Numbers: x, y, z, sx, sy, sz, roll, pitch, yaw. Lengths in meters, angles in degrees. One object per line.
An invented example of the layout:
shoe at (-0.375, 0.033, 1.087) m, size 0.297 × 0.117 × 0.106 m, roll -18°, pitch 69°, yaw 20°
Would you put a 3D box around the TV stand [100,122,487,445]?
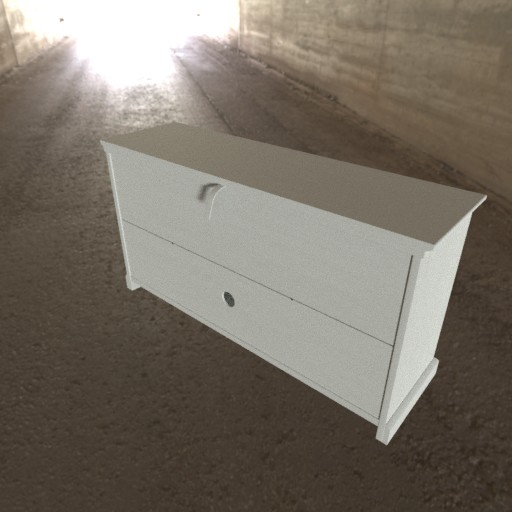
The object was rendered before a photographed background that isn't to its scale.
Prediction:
TV stand at (0.000, 0.000, 1.471) m, size 1.187 × 0.624 × 0.424 m, roll 23°, pitch 37°, yaw 34°
